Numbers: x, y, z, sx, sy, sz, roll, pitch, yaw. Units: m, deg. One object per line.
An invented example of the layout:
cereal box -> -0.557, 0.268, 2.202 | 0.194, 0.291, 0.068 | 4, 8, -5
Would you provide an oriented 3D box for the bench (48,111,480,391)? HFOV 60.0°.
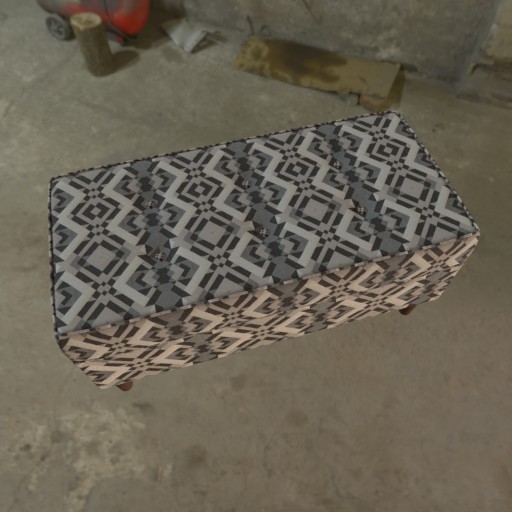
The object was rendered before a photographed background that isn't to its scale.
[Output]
bench -> 0.000, 0.000, 1.293 | 1.016, 0.477, 0.492 | -13, 58, -9
